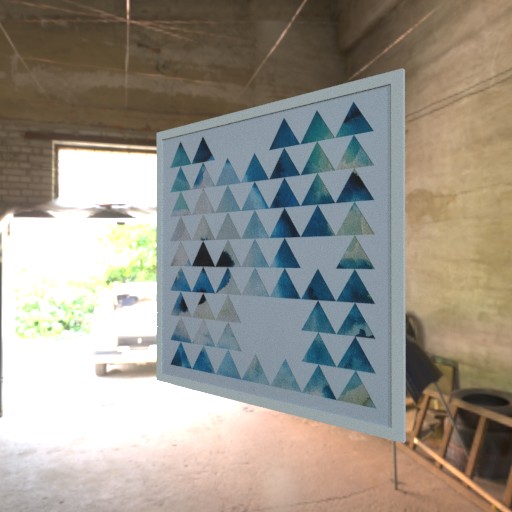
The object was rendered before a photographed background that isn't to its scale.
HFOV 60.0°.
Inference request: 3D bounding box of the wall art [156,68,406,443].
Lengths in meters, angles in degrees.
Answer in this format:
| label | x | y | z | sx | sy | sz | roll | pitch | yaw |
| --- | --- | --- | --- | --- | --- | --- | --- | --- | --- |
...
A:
| label | x | y | z | sx | sy | sz | roll | pitch | yaw |
| --- | --- | --- | --- | --- | --- | --- | --- | --- | --- |
| wall art | 0.000 | 0.000 | 1.207 | 0.809 | 0.809 | 0.012 | 0 | 0 | 37 |
